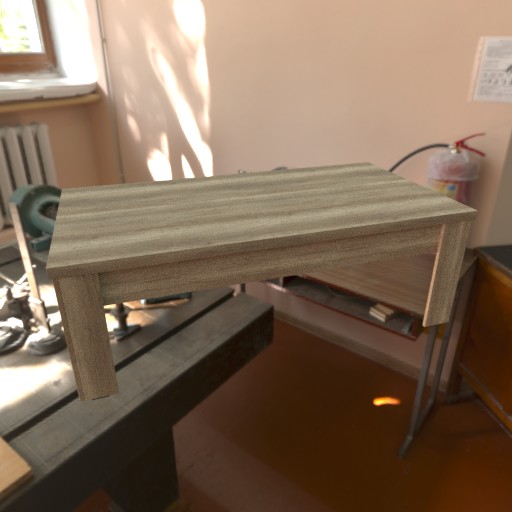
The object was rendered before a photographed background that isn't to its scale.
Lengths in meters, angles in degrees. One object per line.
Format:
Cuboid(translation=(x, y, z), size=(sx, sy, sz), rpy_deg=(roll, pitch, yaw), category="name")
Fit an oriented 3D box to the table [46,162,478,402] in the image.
Cuboid(translation=(0.000, 0.000, 1.710), size=(1.350, 0.460, 0.700), rpy_deg=(-8, 27, -16), category="table")
